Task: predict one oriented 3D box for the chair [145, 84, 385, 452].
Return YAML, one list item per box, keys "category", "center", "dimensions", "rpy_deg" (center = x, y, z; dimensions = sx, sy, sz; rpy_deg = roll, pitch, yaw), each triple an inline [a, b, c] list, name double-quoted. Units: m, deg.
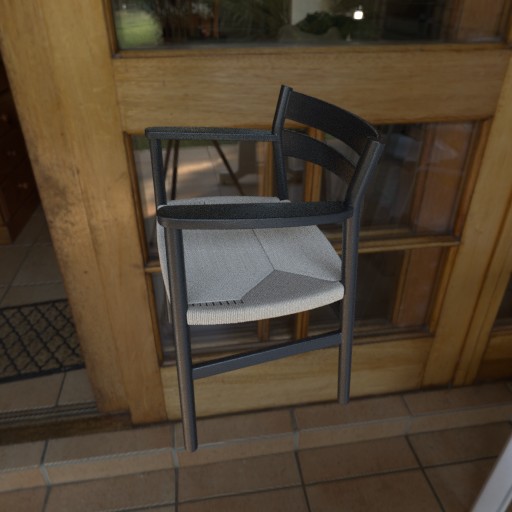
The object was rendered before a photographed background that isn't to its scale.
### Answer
- category: "chair"
  center: [0.000, 0.000, 1.200]
  dimensions: [0.508, 0.775, 0.630]
  rpy_deg: [-8, 32, -12]
